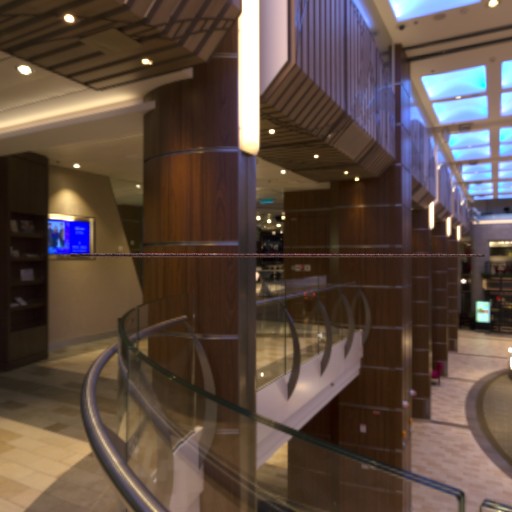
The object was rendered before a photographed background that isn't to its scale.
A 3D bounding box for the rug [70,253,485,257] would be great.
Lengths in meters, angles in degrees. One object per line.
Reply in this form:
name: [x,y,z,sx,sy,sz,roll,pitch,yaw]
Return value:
rug: [0.000,0.000,4.170,3.032,0.020,2.411,0,0,-18]
